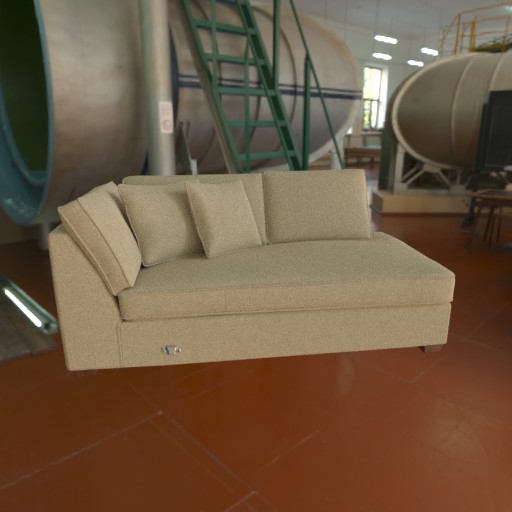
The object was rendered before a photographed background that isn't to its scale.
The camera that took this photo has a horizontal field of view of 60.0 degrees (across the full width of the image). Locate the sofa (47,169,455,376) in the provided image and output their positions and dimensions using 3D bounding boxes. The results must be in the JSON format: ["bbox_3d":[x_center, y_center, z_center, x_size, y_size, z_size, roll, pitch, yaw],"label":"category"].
[{"bbox_3d":[0.000,0.000,2.894,2.237,1.033,1.110,-2,17,-8],"label":"sofa"}]
